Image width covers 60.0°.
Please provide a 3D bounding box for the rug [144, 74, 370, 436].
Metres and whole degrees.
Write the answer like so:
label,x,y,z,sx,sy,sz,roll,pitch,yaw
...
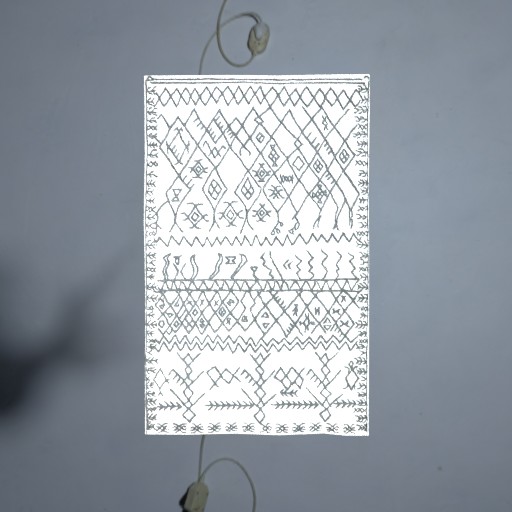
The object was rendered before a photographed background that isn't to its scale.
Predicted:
label,x,y,z,sx,sy,sz,roll,pitch,yaw
rug,0.000,0.000,3.011,1.530,0.012,2.444,0,91,1
